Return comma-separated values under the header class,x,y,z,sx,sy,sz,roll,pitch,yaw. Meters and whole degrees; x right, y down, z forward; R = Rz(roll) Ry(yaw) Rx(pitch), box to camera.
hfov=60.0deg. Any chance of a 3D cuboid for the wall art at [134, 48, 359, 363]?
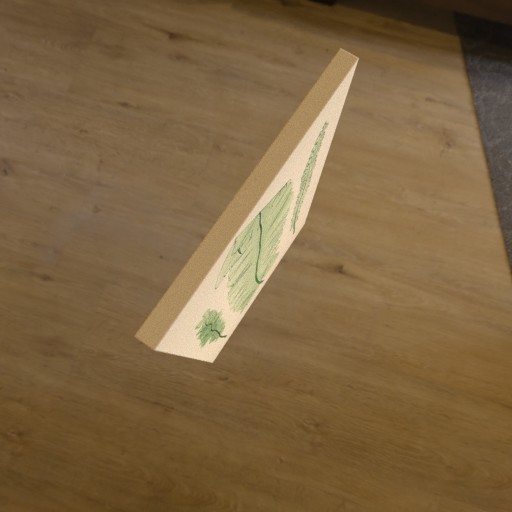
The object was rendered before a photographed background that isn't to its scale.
class,x,y,z,sx,sy,sz,roll,pitch,yaw
wall art,0.000,0.000,1.170,0.038,0.914,0.610,32,78,8
